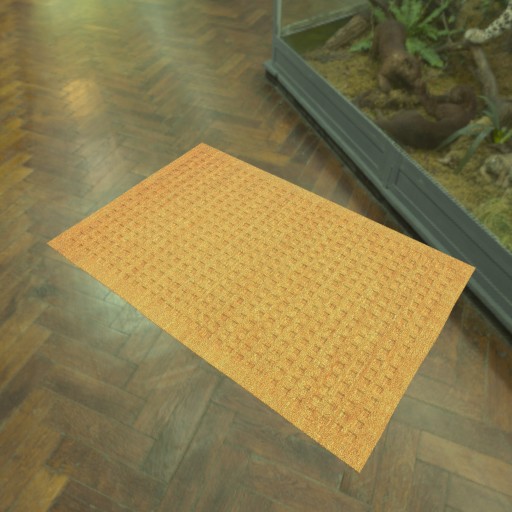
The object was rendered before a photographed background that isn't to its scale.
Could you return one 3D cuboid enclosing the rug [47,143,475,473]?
[{"bbox_3d":[0.000,0.000,2.144,1.747,0.006,1.143,29,54,25],"label":"rug"}]
